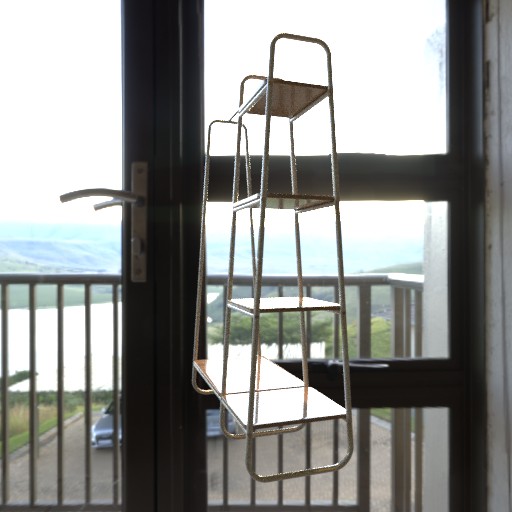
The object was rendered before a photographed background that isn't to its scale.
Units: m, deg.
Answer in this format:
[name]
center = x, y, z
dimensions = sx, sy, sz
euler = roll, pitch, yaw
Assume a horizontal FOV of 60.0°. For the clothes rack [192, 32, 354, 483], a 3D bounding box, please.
[clothes rack]
center = 0.000, 0.000, 1.977
dimensions = 0.400, 1.500, 1.011
euler = 0, 0, -18
